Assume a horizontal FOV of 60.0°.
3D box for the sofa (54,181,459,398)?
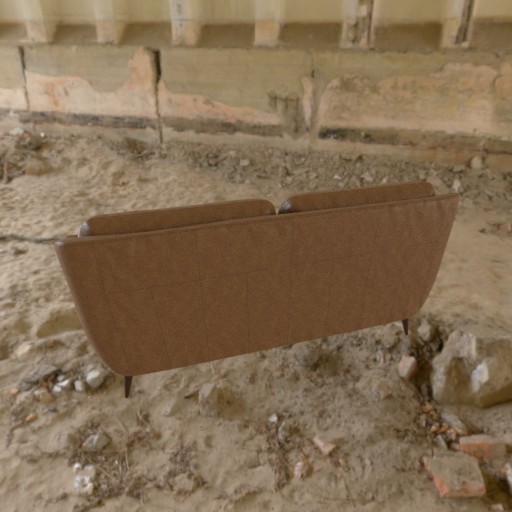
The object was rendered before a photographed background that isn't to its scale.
[{"bbox_3d":[0.000,0.000,2.355,1.902,0.839,0.904,-8,27,-17],"label":"sofa"}]
